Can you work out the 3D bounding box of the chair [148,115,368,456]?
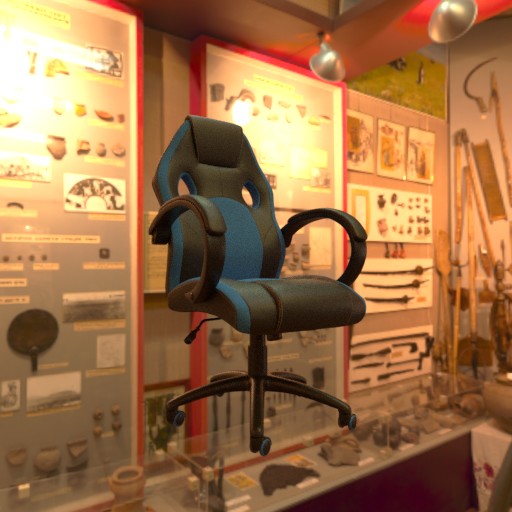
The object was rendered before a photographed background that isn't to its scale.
[{"bbox_3d":[0.000,0.000,1.645,0.673,1.187,0.724,1,-1,-34],"label":"chair"}]
